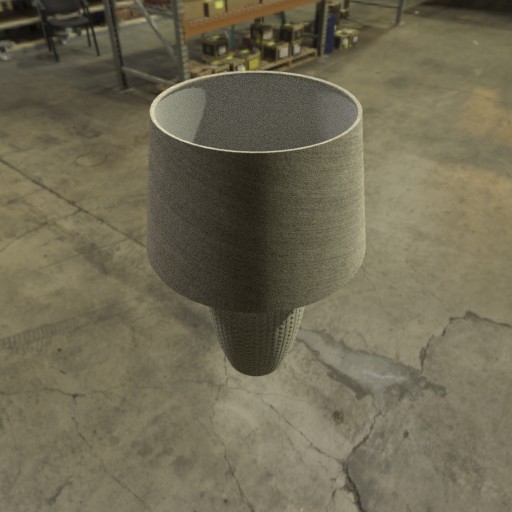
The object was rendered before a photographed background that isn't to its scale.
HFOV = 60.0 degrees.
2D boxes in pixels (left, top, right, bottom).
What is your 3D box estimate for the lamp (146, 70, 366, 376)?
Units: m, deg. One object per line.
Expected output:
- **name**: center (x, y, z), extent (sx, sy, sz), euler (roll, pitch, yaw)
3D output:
- **lamp**: center (0.000, 0.000, 0.836), extent (0.390, 0.580, 0.390), euler (0, 40, 0)
